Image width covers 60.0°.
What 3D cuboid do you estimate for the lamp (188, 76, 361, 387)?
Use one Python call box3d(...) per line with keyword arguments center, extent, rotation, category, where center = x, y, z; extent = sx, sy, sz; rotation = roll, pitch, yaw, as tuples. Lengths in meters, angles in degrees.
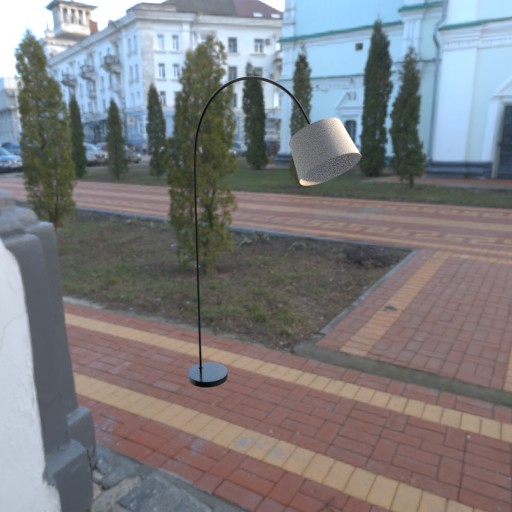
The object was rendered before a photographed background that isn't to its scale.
box3d(center=(0.000, 0.000, 2.752), extent=(0.331, 2.104, 1.363), rotation=(-13, 19, -42), category="lamp")
